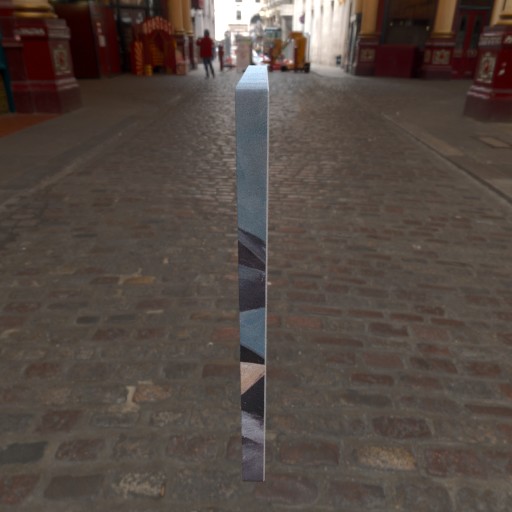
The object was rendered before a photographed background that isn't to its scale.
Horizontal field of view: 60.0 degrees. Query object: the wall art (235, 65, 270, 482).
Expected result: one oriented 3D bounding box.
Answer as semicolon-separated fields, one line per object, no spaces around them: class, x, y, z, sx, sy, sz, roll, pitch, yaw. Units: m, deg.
wall art;0.000;0.000;0.802;0.037;0.613;0.455;0;26;1
